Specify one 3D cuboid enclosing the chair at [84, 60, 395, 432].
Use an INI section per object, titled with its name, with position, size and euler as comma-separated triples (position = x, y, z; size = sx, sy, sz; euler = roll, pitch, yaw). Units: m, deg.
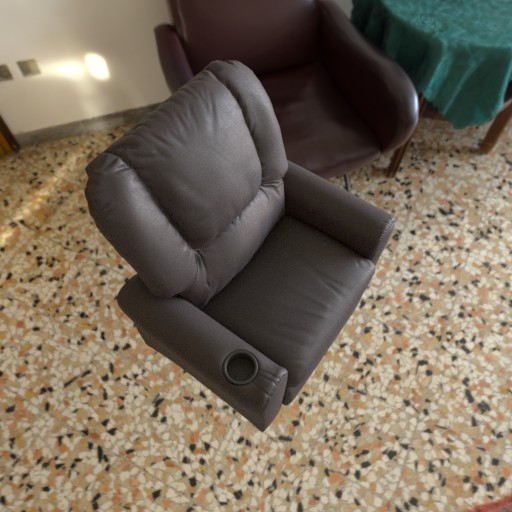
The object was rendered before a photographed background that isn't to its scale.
[chair]
position = 0.000, 0.000, 1.100
size = 0.521, 0.709, 0.610
euler = 32, 65, 18
